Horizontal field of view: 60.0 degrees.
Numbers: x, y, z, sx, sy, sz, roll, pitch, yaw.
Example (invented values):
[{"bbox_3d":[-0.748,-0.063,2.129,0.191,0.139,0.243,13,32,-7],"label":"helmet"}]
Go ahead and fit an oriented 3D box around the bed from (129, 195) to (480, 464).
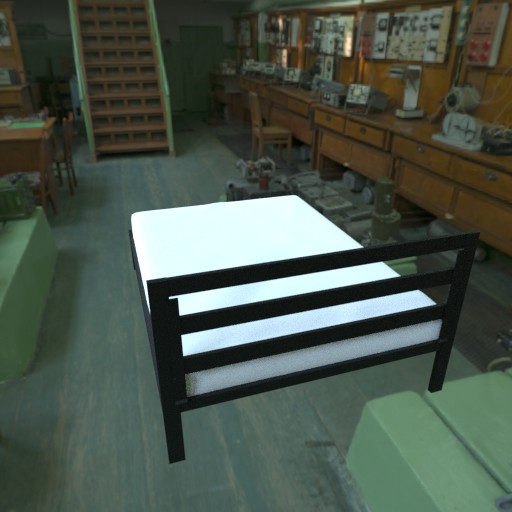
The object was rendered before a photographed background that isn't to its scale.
[{"bbox_3d":[0.000,0.000,2.926,1.524,0.967,2.062,-8,28,-16],"label":"bed"}]
